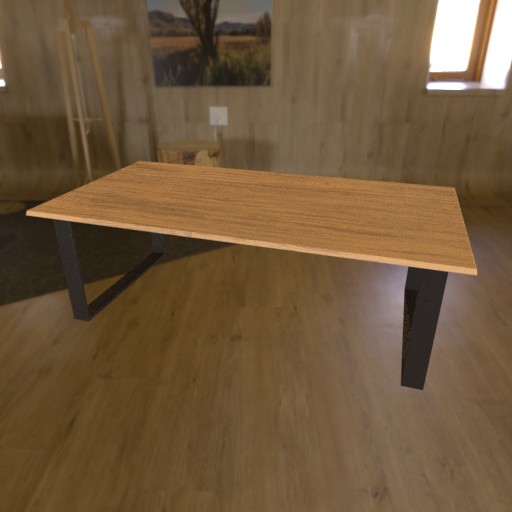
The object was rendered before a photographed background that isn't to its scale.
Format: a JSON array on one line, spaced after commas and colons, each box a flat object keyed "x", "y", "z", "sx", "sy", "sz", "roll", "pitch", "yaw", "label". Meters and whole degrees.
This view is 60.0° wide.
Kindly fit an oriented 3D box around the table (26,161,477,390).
[{"x": 0.000, "y": 0.000, "z": 1.630, "sx": 1.331, "sy": 0.445, "sz": 0.693, "roll": 8, "pitch": 27, "yaw": 16, "label": "table"}]
